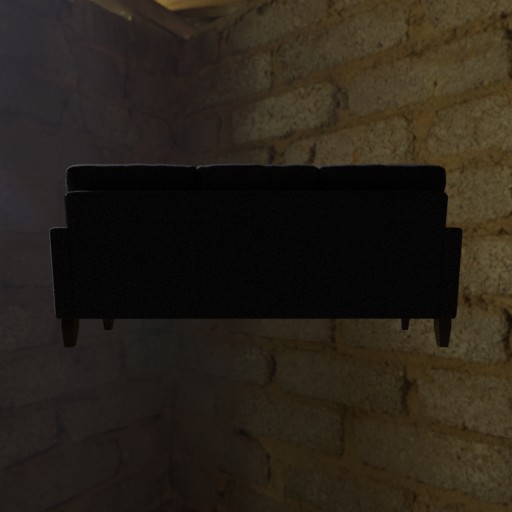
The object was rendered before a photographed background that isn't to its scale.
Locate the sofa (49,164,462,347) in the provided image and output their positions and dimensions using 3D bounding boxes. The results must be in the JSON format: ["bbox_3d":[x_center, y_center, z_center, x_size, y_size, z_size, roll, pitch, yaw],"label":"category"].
[{"bbox_3d":[0.000,0.000,2.653,2.115,0.984,0.888,0,-1,0],"label":"sofa"}]
